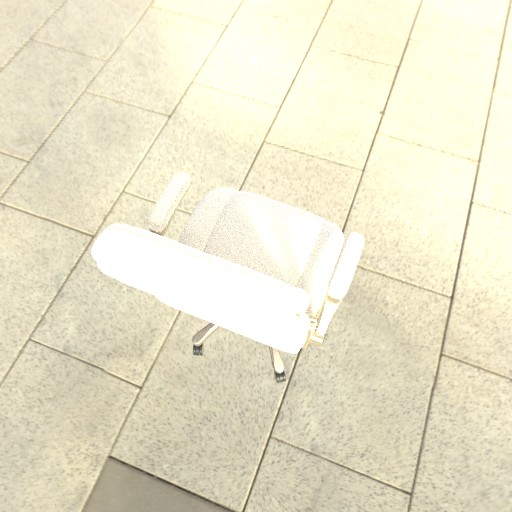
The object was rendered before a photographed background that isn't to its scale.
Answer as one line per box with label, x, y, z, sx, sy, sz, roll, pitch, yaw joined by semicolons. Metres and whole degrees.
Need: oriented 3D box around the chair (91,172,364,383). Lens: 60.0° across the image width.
chair;0.000;0.000;1.614;0.740;1.110;0.794;17;65;8
